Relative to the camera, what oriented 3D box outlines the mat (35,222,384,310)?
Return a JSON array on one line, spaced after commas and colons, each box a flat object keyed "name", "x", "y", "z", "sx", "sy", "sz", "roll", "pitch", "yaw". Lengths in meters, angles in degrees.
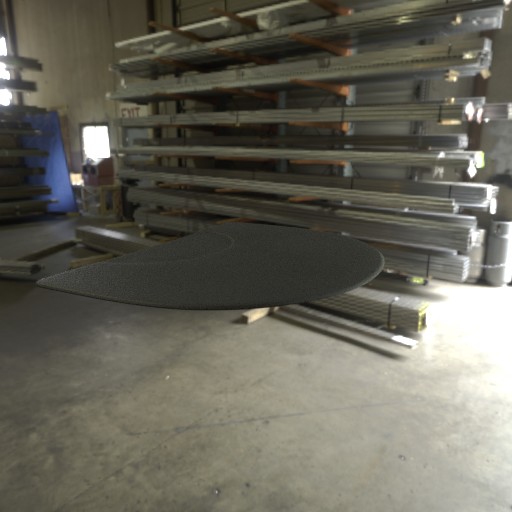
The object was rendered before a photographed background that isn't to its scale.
[{"name": "mat", "x": 0.000, "y": 0.000, "z": 1.662, "sx": 0.917, "sy": 0.016, "sz": 1.220, "roll": 7, "pitch": 16, "yaw": 26}]
